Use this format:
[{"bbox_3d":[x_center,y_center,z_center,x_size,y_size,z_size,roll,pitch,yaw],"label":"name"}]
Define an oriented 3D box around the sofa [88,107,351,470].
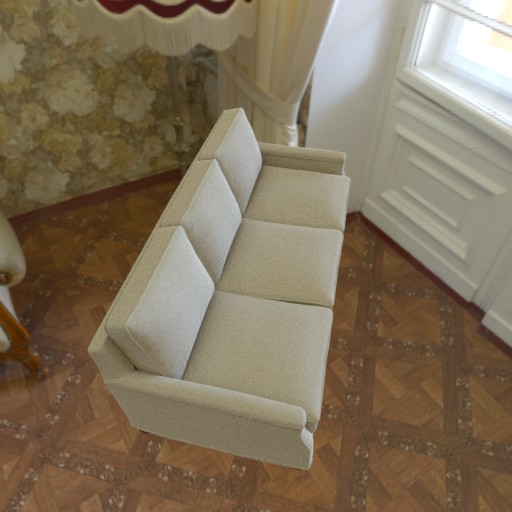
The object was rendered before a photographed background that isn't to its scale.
[{"bbox_3d":[0.000,0.000,2.870,1.084,1.003,2.246,9,46,9],"label":"sofa"}]
